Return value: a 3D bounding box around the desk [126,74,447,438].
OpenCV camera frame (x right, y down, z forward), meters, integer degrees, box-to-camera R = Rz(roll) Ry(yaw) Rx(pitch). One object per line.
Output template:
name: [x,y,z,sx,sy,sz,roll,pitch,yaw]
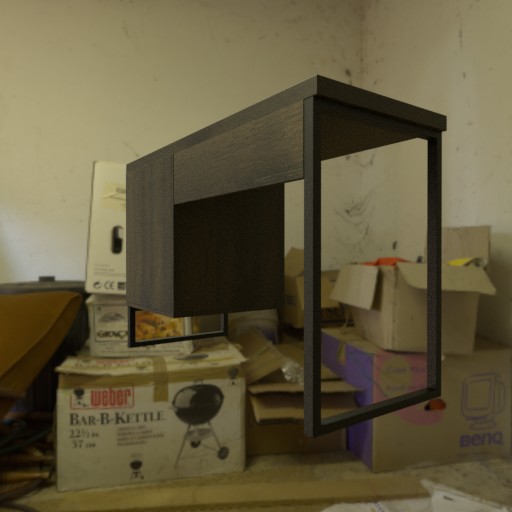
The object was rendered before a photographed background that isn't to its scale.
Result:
desk: [0.000,0.000,1.518,0.511,0.752,1.134,0,0,-36]
